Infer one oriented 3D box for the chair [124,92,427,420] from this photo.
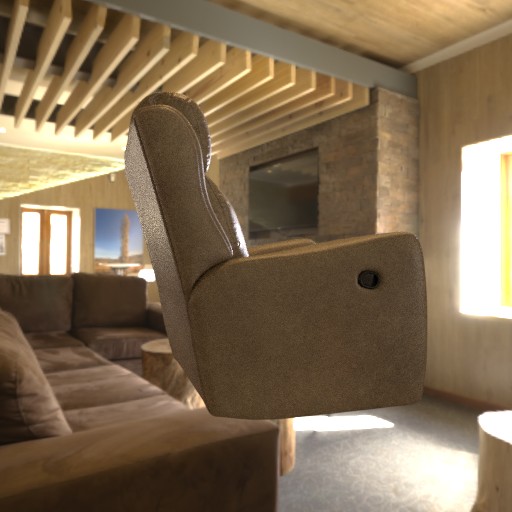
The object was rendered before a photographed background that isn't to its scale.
[{"bbox_3d":[0.000,0.000,1.899,1.068,1.116,0.965,0,0,-18],"label":"chair"}]
